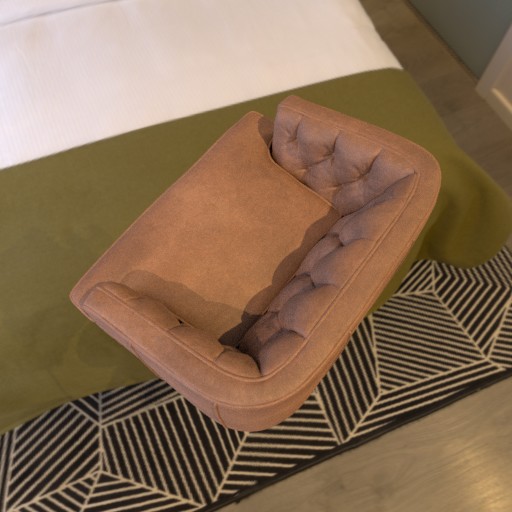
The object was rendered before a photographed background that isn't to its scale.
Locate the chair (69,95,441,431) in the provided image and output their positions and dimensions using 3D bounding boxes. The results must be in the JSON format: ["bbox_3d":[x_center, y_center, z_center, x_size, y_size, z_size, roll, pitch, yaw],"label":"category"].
[{"bbox_3d":[0.000,0.000,1.687,0.914,0.787,1.118,34,69,15],"label":"chair"}]
